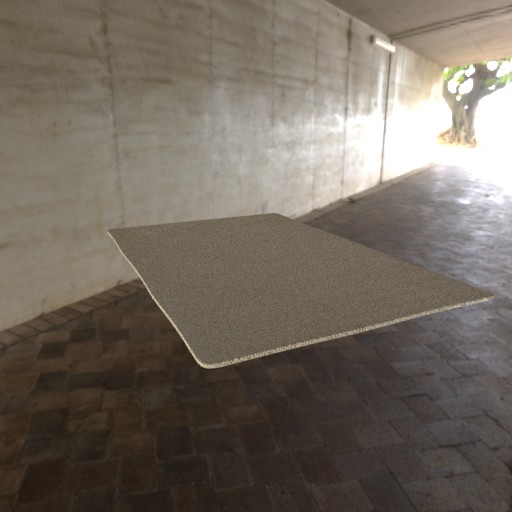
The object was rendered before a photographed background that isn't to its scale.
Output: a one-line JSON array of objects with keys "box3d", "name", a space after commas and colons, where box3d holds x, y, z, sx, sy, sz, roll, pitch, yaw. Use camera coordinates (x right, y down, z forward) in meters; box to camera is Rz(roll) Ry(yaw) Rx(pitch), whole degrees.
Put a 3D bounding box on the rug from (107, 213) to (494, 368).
[{"box3d": [0.000, 0.000, 3.355, 1.798, 0.025, 2.698, -8, 19, -25], "name": "rug"}]
